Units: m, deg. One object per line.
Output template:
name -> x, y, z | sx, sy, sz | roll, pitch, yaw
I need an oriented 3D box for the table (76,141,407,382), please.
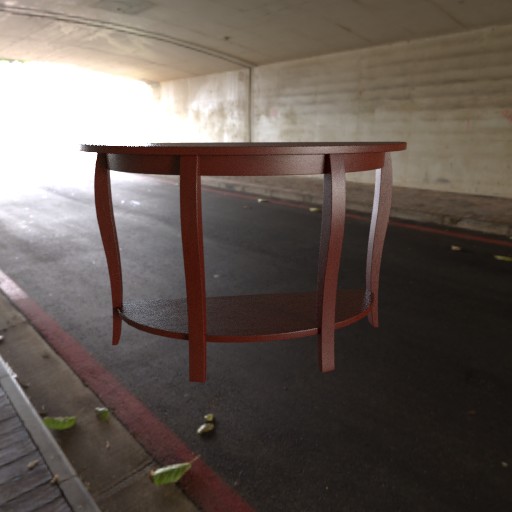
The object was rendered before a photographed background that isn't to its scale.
table -> 0.000, 0.000, 1.591 | 1.219, 0.779, 0.405 | -2, 16, -8
